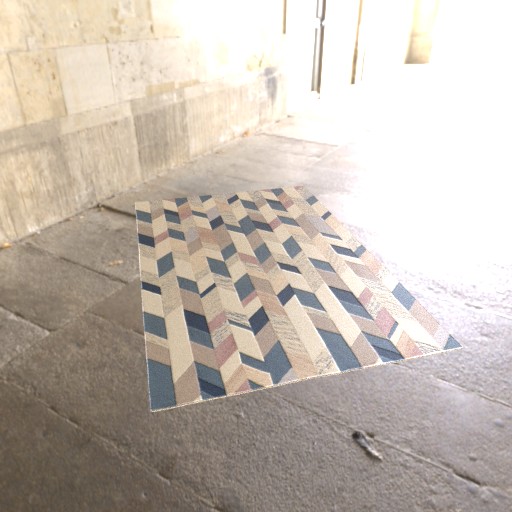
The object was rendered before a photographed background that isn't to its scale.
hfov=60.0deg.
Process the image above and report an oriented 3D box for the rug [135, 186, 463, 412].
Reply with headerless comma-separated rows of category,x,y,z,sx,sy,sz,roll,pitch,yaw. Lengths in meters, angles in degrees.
rug,0.000,0.000,2.342,1.202,0.006,1.813,-7,31,-13
